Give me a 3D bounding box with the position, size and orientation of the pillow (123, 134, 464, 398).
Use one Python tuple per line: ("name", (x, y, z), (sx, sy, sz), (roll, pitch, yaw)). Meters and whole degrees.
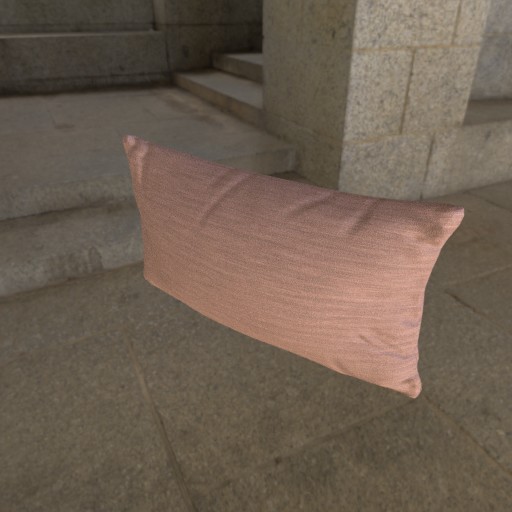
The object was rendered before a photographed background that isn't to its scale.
("pillow", (0.000, 0.000, 0.787), (0.633, 0.338, 0.210), (19, 35, 29))
